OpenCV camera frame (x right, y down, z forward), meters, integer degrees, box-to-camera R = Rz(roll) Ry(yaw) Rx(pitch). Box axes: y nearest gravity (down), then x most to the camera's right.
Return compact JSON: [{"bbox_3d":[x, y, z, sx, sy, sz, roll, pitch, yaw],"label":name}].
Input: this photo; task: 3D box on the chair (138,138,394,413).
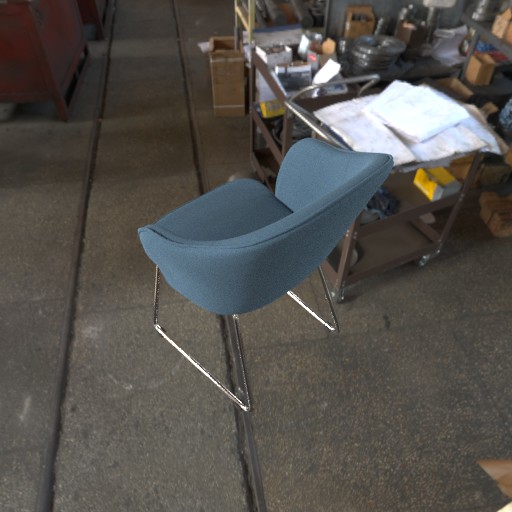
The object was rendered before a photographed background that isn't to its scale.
[{"bbox_3d":[0.000,0.000,1.266,0.570,0.815,0.585,-34,55,-29],"label":"chair"}]
